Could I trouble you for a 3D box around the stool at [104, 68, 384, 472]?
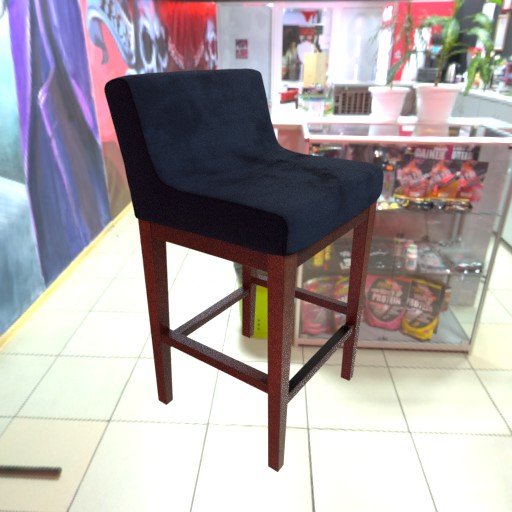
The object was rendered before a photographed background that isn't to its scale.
[{"bbox_3d":[0.000,0.000,1.236,0.516,0.945,0.511,17,30,32],"label":"stool"}]
